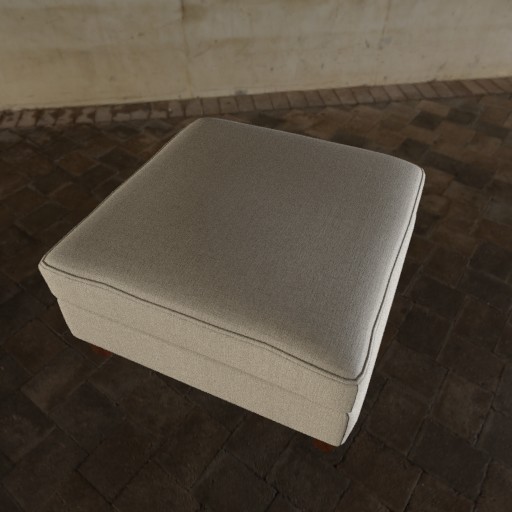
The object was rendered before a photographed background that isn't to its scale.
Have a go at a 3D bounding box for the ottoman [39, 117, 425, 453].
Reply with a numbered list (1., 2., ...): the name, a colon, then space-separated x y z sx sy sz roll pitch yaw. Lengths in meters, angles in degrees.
1. ottoman: 0.000 0.000 1.356 0.838 0.478 0.838 17 48 17
